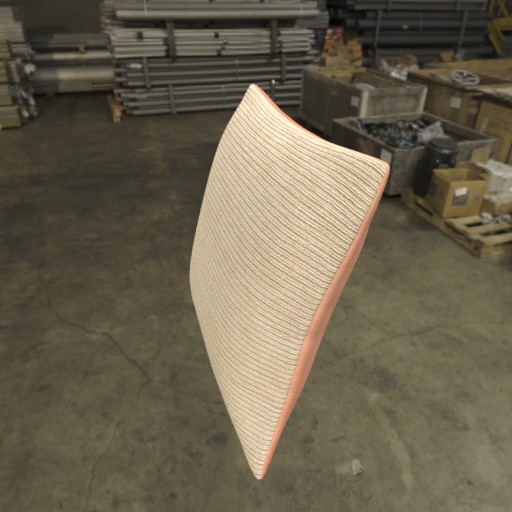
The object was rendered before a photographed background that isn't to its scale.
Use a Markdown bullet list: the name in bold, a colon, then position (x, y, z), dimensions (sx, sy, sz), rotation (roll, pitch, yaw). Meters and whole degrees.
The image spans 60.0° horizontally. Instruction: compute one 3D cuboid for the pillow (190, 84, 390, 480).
- **pillow**: position (0.000, 0.000, 0.641), dimensions (0.177, 0.401, 0.424), rotation (-8, 31, -14)
